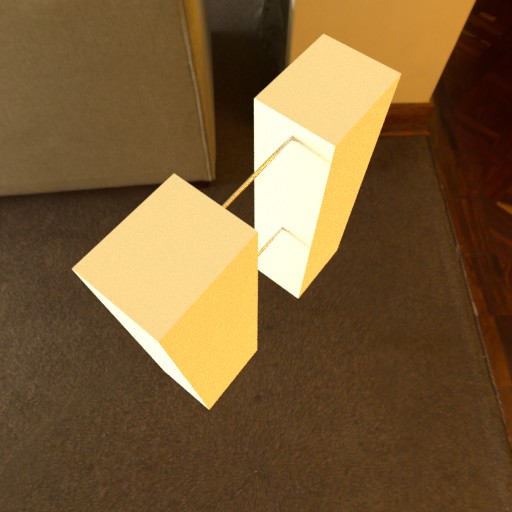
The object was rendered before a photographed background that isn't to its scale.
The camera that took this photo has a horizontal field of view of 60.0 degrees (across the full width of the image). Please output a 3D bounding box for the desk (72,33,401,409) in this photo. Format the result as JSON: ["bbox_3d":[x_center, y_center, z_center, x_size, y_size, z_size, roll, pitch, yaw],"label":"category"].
[{"bbox_3d":[0.000,0.000,2.913,0.480,2.000,1.770,36,69,16],"label":"desk"}]
